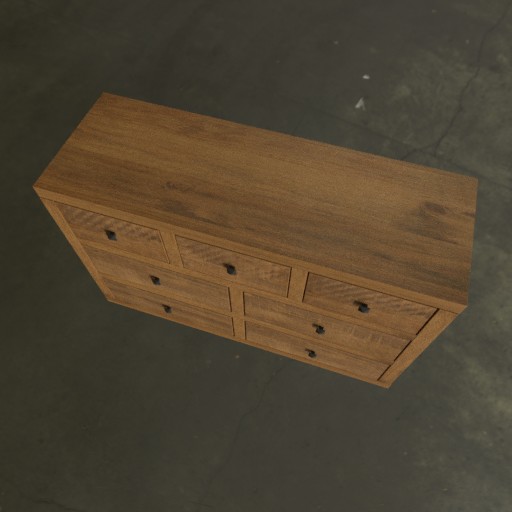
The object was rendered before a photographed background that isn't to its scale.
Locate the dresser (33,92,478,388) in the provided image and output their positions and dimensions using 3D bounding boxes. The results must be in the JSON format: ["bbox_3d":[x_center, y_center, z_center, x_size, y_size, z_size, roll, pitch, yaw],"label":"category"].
[{"bbox_3d":[0.000,0.000,1.672,1.261,0.825,0.479,16,60,9],"label":"dresser"}]
